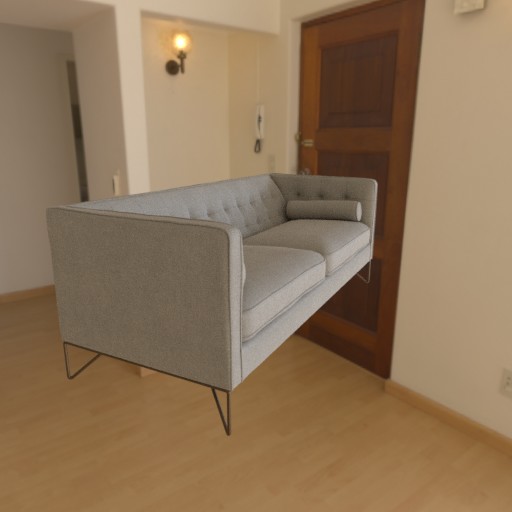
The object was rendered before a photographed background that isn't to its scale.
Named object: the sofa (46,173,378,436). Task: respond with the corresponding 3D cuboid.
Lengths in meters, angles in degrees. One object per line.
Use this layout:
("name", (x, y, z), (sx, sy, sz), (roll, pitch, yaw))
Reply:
("sofa", (0.000, 0.000, 2.602), (0.912, 0.798, 2.079), (8, 17, 27))
